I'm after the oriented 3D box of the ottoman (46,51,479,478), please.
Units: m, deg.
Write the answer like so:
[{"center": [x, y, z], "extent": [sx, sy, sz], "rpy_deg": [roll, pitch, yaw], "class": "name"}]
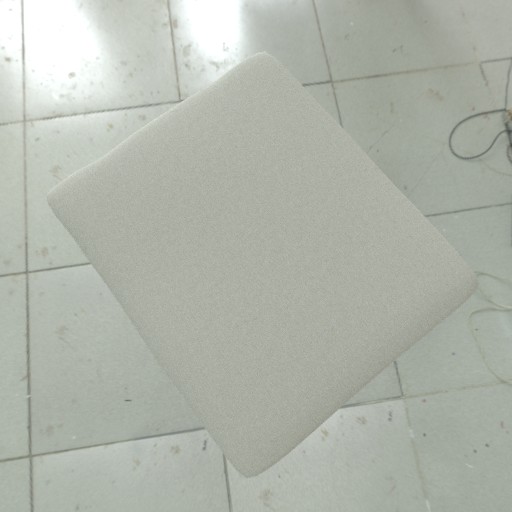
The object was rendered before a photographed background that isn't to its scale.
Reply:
[{"center": [0.000, 0.000, 1.416], "extent": [0.836, 0.492, 0.976], "rpy_deg": [-37, 78, -9], "class": "ottoman"}]
